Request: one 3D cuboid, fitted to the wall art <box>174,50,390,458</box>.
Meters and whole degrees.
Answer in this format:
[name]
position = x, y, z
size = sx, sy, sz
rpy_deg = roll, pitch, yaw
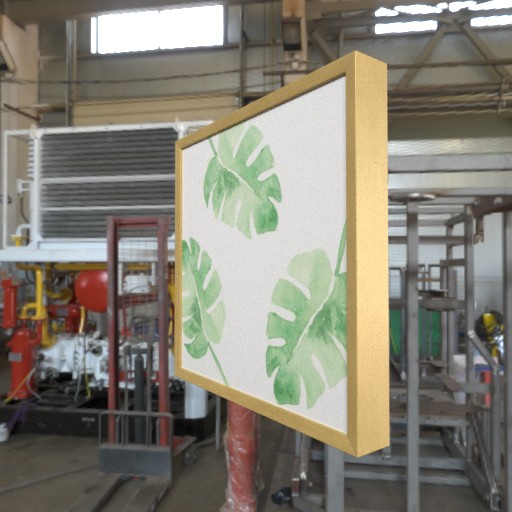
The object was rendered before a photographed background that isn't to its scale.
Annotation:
[wall art]
position = 0.000, 0.000, 0.465
size = 0.038, 0.305, 0.305
rpy_deg = 1, -2, -36
